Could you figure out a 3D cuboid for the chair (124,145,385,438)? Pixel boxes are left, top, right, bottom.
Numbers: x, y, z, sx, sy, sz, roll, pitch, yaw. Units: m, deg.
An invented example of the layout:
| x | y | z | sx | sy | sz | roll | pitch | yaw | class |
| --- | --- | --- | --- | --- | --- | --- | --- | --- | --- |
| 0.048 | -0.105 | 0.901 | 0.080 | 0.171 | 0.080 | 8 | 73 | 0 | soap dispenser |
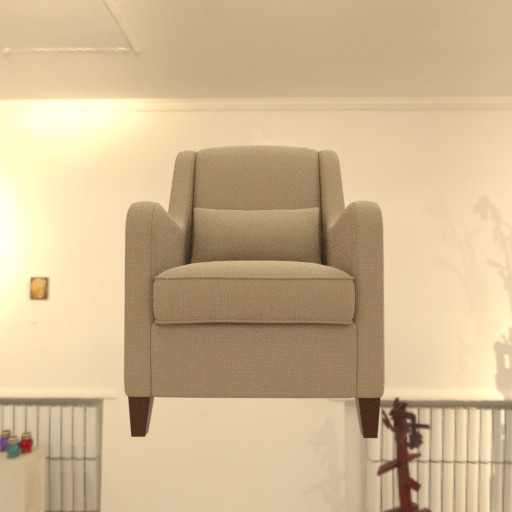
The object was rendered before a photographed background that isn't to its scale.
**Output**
| x | y | z | sx | sy | sz | roll | pitch | yaw | class |
| --- | --- | --- | --- | --- | --- | --- | --- | --- | --- |
| 0.000 | 0.000 | 1.614 | 0.715 | 1.017 | 0.896 | 0 | -2 | 1 | chair |
